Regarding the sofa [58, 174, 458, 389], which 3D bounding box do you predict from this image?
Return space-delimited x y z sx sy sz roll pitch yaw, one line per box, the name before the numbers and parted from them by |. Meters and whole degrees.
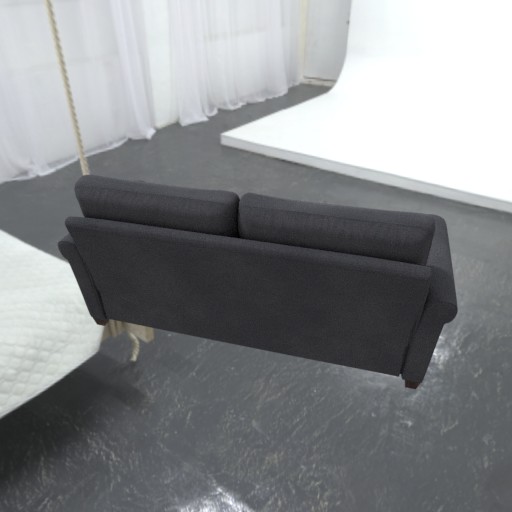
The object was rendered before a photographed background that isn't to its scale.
sofa | 0.000 0.000 2.377 1.935 0.942 0.842 9 33 13
